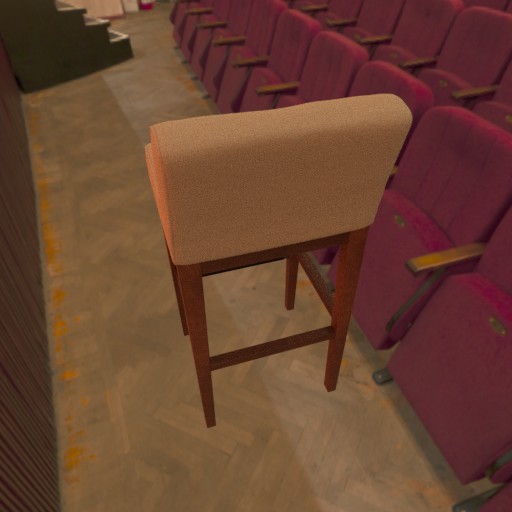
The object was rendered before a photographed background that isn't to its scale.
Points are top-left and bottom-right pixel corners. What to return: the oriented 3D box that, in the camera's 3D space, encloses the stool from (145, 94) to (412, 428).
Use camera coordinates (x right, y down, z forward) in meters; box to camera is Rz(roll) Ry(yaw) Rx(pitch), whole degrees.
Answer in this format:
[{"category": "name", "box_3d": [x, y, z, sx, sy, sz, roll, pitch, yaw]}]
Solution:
[{"category": "stool", "box_3d": [0.000, 0.000, 1.301, 0.511, 1.037, 0.500, -12, 43, -13]}]
